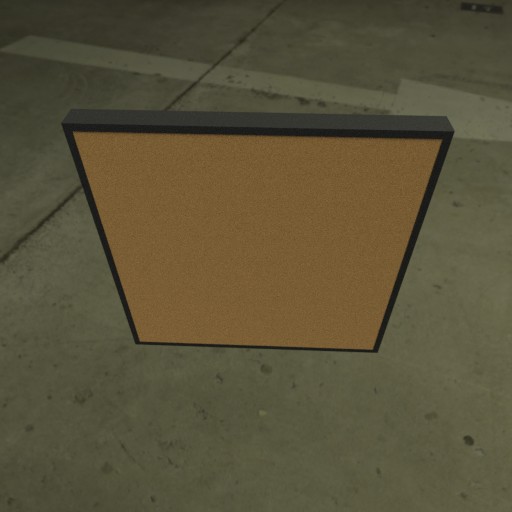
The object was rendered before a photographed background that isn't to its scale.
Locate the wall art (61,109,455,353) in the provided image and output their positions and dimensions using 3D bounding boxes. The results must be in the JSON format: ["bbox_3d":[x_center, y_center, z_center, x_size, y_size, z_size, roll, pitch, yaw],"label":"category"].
[{"bbox_3d":[0.000,0.000,0.765,0.509,0.509,0.040,2,45,2],"label":"wall art"}]
